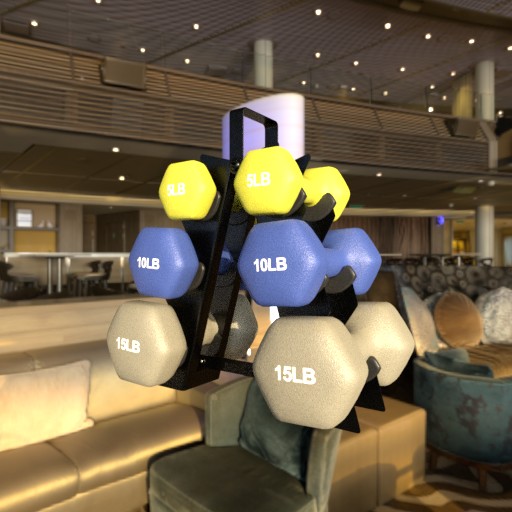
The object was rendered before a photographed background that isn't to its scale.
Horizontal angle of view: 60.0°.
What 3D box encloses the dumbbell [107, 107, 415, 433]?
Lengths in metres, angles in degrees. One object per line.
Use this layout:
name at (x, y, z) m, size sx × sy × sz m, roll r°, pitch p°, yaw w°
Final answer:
dumbbell at (0.000, 0.000, 0.673) m, size 0.416 × 0.426 × 0.261 m, roll 0°, pitch 0°, yaw 35°
